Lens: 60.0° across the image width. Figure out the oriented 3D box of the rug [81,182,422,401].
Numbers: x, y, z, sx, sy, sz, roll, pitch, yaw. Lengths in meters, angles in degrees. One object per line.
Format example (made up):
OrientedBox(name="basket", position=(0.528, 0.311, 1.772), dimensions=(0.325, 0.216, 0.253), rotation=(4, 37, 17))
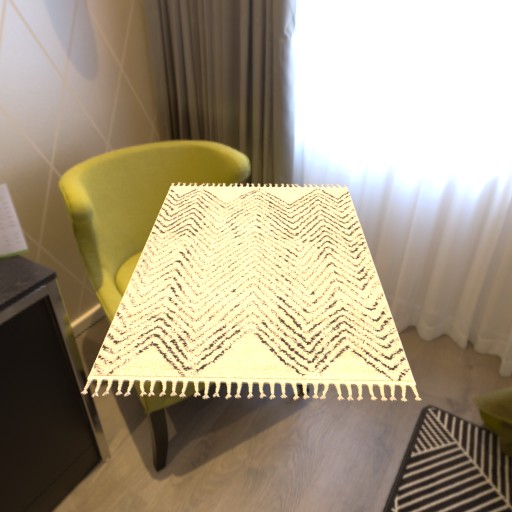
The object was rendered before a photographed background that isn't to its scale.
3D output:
OrientedBox(name="rug", position=(0.000, 0.000, 2.344), dimensions=(1.230, 0.014, 1.847), rotation=(1, 34, 1))
